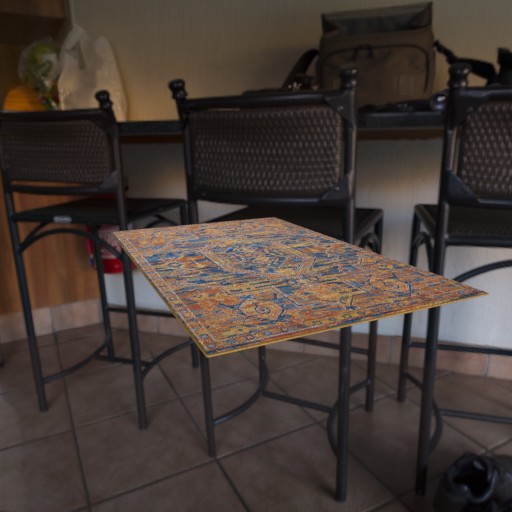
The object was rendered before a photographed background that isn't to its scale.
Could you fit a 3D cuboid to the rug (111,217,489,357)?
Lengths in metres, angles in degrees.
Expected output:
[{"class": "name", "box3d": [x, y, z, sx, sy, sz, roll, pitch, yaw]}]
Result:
[{"class": "rug", "box3d": [0.000, 0.000, 2.227, 1.148, 0.013, 1.758, -7, 17, -25]}]
